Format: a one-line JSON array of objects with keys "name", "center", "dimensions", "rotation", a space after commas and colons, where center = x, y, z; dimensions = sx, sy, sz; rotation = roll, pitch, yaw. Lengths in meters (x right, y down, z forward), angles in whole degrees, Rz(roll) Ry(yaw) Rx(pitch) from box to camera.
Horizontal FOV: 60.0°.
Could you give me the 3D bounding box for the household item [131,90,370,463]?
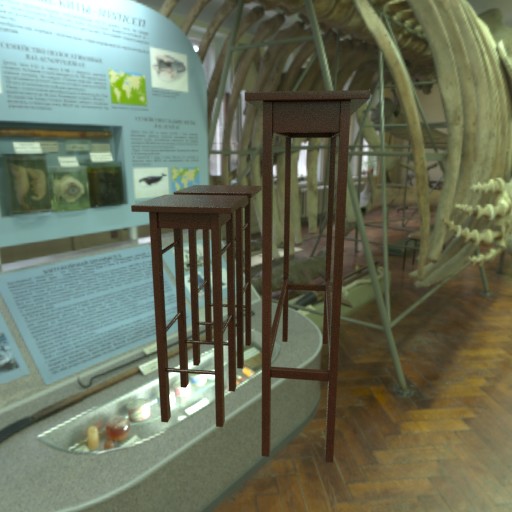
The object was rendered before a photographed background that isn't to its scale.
[{"name": "household item", "center": [0.000, 0.000, 1.673], "dimensions": [0.676, 1.067, 0.914], "rotation": [2, 14, 8]}]
